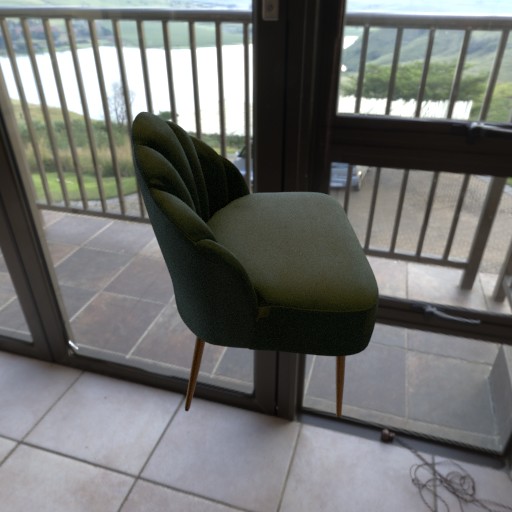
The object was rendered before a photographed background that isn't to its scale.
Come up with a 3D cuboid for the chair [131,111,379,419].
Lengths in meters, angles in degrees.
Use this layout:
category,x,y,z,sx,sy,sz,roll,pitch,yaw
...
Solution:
category,x,y,z,sx,sy,sz,roll,pitch,yaw
chair,0.000,0.000,1.300,0.599,0.819,0.657,-1,31,-1
